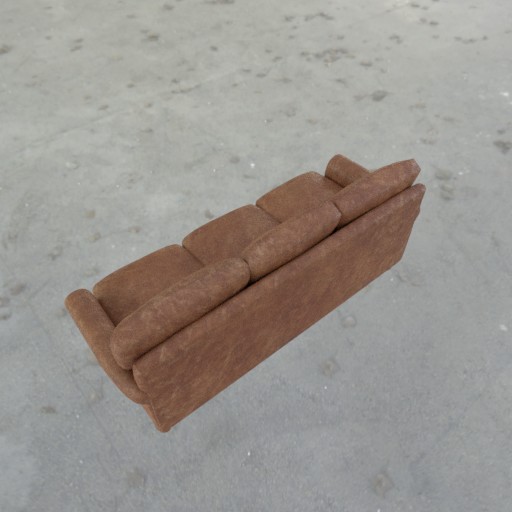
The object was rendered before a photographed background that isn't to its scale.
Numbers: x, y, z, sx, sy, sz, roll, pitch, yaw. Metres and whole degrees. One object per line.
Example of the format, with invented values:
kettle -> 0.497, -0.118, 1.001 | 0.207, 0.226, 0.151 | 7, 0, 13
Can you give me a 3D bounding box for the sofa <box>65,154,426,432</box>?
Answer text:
sofa -> 0.000, 0.000, 2.970 | 2.351, 0.977, 0.973 | -31, 54, -25
